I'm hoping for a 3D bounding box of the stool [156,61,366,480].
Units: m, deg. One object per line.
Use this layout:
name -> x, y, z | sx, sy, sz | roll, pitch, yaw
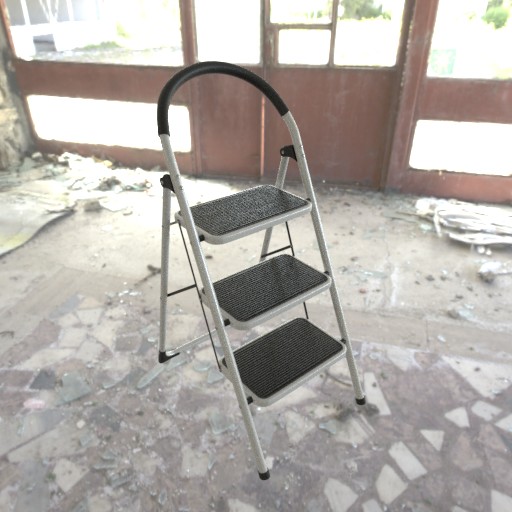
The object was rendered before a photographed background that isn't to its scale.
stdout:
stool -> 0.000, 0.000, 1.415 | 0.485, 1.109, 0.676 | -22, 37, -33
